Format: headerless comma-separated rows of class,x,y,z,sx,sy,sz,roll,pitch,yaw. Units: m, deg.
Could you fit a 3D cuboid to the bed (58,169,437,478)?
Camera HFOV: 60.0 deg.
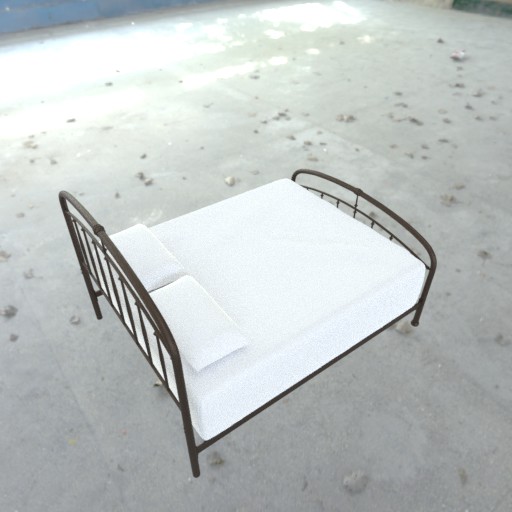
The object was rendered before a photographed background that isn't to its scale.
bed,0.000,0.000,3.329,2.180,1.425,1.711,-25,45,-27
